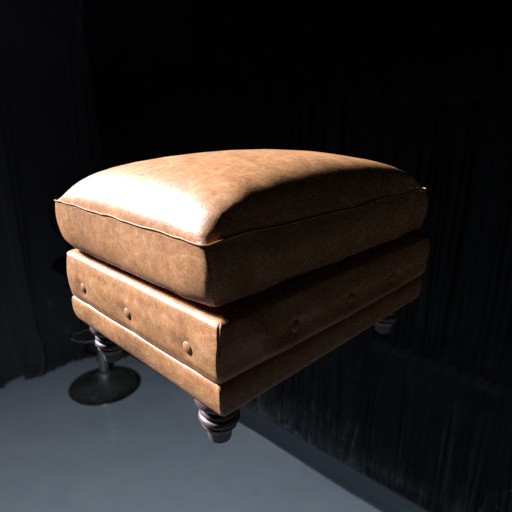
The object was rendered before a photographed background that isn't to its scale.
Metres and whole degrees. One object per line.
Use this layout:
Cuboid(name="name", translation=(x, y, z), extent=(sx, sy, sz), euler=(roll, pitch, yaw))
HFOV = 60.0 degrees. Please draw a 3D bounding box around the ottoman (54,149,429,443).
Cuboid(name="ottoman", translation=(0.000, 0.000, 1.046), extent=(0.533, 0.480, 0.710), euler=(17, 24, 42))
